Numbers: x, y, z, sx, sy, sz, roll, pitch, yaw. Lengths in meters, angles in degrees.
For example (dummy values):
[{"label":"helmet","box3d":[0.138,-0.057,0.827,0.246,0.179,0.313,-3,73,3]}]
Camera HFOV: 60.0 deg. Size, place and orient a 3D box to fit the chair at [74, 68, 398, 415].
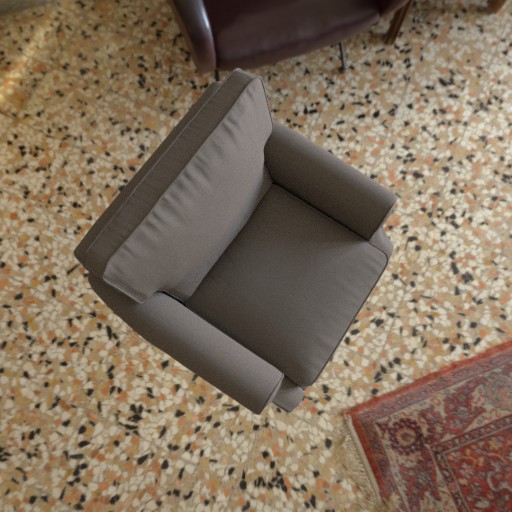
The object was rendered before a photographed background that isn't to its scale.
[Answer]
[{"label":"chair","box3d":[0.000,0.000,1.809,0.966,0.967,1.029,33,77,9]}]
